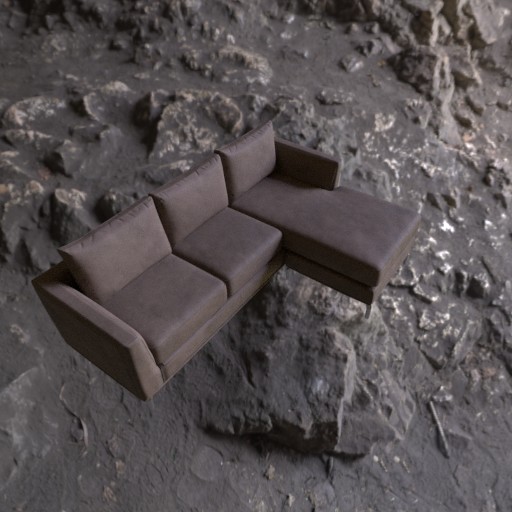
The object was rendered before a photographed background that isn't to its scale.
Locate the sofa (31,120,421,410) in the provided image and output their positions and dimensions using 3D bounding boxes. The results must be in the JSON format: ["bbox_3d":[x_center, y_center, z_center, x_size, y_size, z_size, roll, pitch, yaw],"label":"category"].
[{"bbox_3d":[0.000,0.000,3.223,1.622,0.987,2.438,26,48,26],"label":"sofa"}]
